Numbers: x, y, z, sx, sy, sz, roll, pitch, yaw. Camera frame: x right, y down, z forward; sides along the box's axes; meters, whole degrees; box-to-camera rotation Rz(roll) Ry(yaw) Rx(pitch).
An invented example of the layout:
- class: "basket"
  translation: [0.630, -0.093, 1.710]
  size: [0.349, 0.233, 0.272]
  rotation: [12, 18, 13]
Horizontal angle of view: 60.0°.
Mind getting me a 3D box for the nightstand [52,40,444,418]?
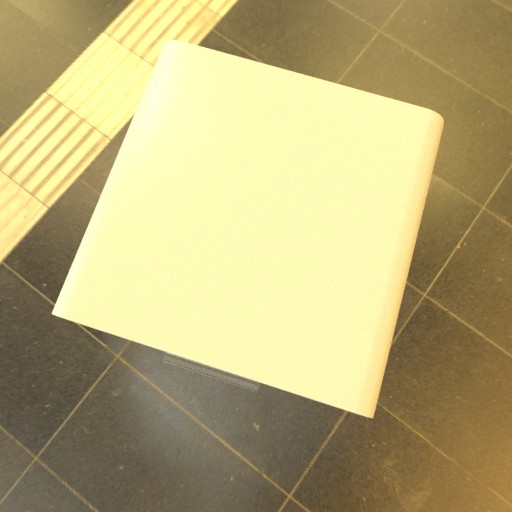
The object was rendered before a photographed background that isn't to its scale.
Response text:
- class: "nightstand"
  translation: [0.000, 0.000, 0.754]
  size: [0.399, 0.447, 0.404]
  rotation: [17, 78, 4]
